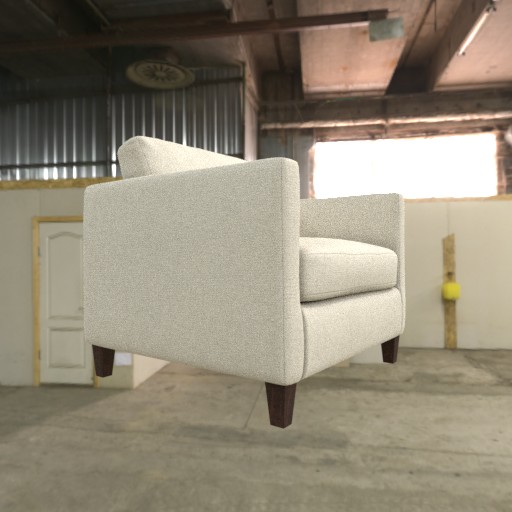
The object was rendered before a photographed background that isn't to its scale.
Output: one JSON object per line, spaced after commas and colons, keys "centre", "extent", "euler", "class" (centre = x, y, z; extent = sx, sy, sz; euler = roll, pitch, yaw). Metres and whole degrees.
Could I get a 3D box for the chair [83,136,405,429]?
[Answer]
{"centre": [0.000, 0.000, 1.798], "extent": [0.959, 0.919, 0.996], "euler": [0, 1, 36], "class": "chair"}
